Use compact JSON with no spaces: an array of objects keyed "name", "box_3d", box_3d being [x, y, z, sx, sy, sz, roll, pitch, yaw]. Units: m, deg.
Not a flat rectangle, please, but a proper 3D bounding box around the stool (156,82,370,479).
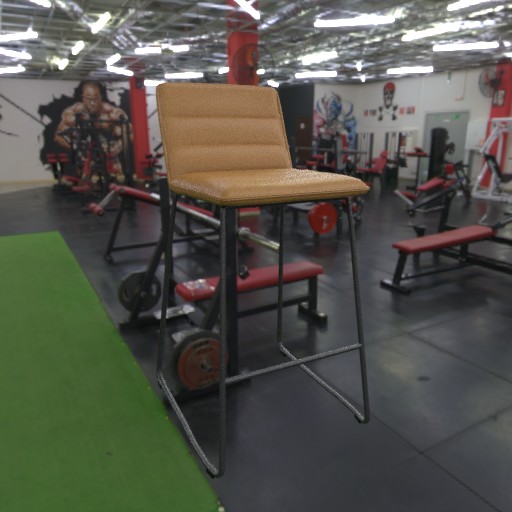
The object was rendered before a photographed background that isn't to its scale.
[{"name":"stool","box_3d":[0.000,0.000,1.236,0.489,0.936,0.524,-8,18,-26]}]
